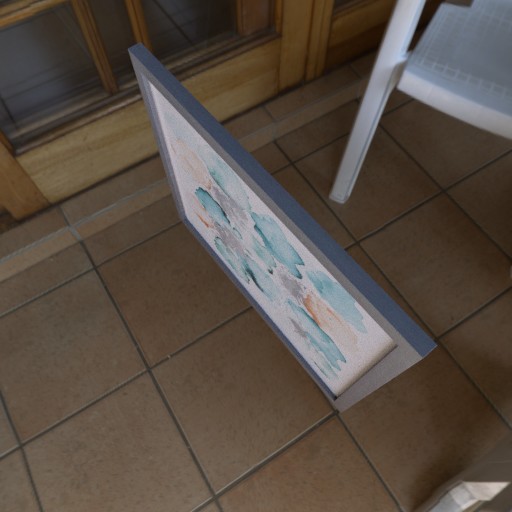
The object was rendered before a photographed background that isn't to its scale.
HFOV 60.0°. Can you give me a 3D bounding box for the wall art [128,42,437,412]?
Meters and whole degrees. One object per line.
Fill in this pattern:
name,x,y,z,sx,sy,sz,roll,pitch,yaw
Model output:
wall art,0.000,0.000,0.884,0.026,0.558,0.660,-36,69,-16
